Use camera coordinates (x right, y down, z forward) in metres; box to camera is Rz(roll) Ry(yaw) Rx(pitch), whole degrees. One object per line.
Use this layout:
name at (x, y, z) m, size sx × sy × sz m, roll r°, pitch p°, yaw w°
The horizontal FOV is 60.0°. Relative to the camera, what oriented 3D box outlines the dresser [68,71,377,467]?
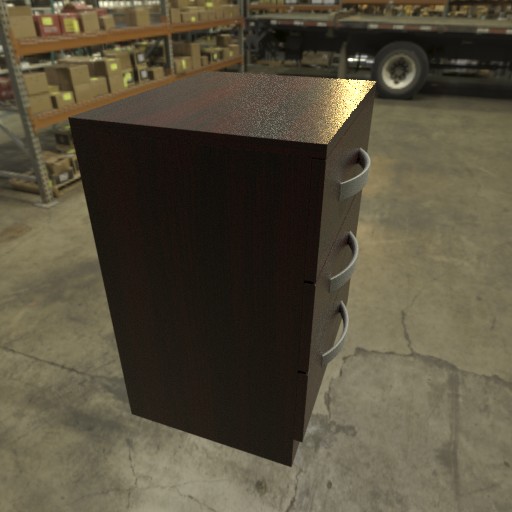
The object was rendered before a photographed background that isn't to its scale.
dresser at (0.000, 0.000, 0.813) m, size 0.360 × 0.560 × 0.400 m, roll 11°, pitch 33°, yaw 17°
